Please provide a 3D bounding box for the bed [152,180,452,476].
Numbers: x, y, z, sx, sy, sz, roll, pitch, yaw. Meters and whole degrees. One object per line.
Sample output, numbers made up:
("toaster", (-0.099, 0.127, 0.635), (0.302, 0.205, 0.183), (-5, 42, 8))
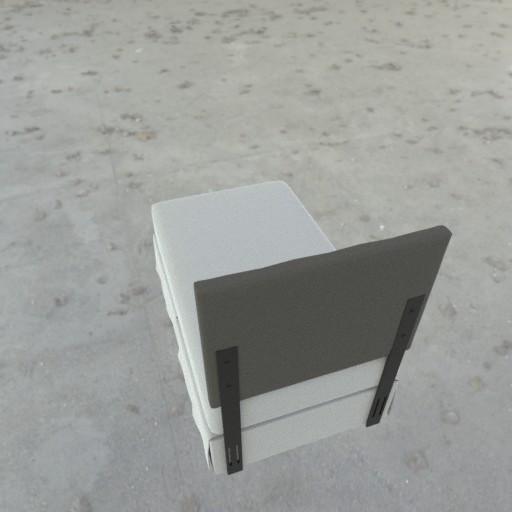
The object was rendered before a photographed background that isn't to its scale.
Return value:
("bed", (0.000, 0.000, 2.977), (1.261, 1.571, 1.997), (-13, 43, -14))
